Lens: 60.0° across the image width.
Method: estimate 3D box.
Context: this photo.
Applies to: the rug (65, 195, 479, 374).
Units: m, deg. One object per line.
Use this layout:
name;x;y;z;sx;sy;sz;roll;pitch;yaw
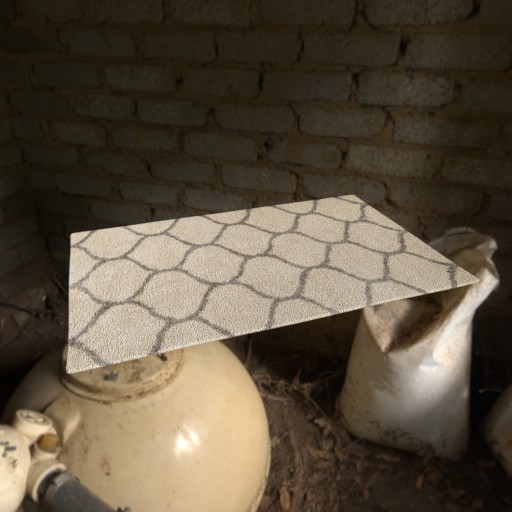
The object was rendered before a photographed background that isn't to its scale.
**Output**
rug;0.000;0.000;2.958;2.348;0.024;1.501;-10;31;-17
